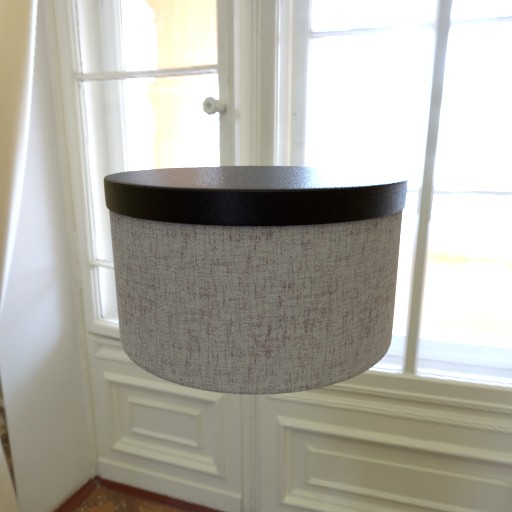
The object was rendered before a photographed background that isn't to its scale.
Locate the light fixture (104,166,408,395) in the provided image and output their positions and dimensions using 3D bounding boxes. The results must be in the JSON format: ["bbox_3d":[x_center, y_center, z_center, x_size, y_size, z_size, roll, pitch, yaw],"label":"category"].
[{"bbox_3d":[0.000,0.000,0.625,0.389,0.229,0.389,0,15,0],"label":"light fixture"}]
